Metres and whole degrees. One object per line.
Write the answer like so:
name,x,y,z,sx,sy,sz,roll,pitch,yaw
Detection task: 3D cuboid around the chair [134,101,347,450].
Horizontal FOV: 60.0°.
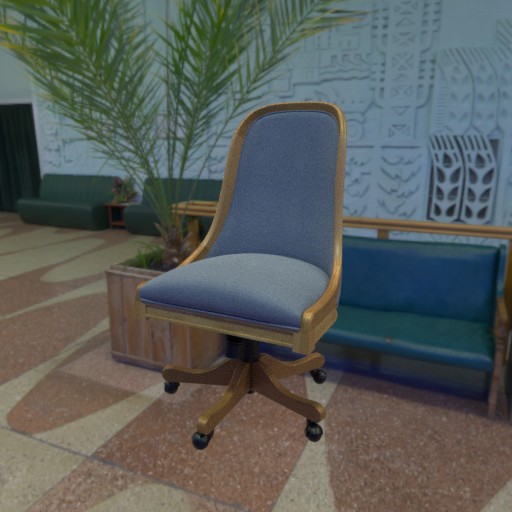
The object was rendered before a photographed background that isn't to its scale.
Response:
chair,0.000,0.000,1.480,0.605,1.031,0.735,7,16,25
